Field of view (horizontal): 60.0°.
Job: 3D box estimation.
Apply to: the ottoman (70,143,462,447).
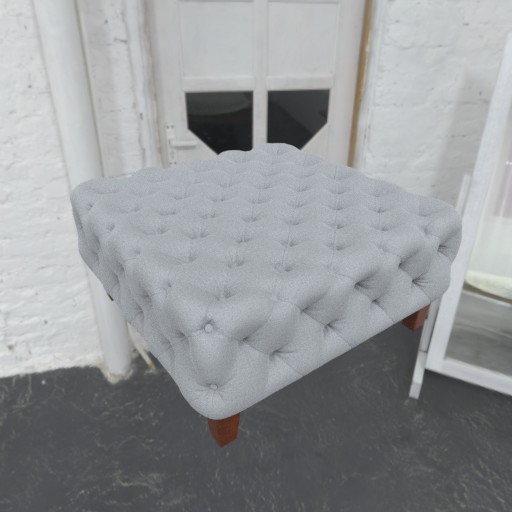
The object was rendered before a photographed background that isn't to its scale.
[{"bbox_3d":[0.000,0.000,1.197,0.764,0.365,0.758,-20,36,-30],"label":"ottoman"}]
